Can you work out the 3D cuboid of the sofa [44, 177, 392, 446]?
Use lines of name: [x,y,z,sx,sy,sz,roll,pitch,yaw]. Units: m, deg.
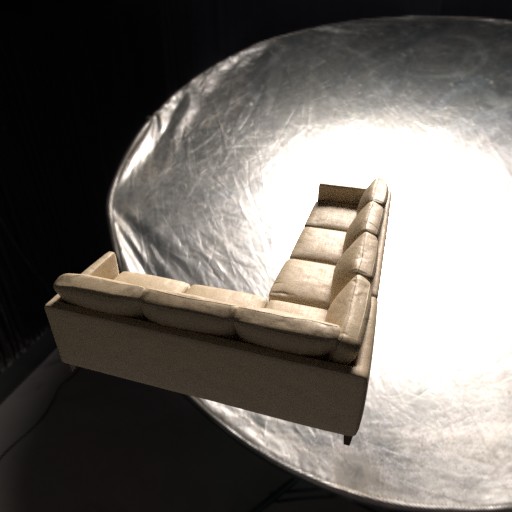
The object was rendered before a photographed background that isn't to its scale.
sofa: [0.000,0.000,4.663,2.593,0.947,3.302,9,33,15]
